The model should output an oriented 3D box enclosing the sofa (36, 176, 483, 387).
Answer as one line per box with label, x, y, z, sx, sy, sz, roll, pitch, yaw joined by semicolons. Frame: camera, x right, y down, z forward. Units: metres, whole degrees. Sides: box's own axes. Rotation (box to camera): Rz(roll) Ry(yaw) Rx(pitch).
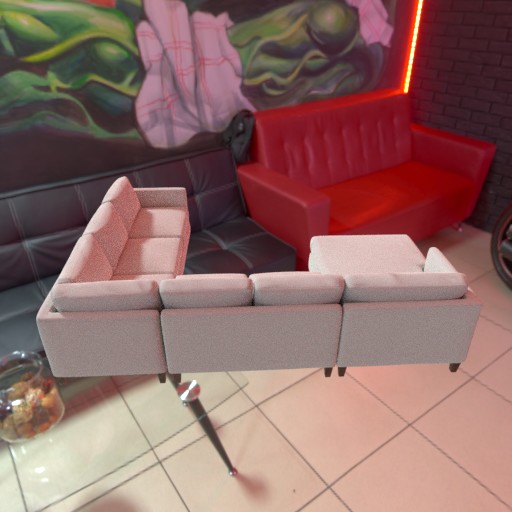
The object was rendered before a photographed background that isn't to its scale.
sofa;0.000;0.000;4.571;3.459;0.956;2.593;-2;31;-3
